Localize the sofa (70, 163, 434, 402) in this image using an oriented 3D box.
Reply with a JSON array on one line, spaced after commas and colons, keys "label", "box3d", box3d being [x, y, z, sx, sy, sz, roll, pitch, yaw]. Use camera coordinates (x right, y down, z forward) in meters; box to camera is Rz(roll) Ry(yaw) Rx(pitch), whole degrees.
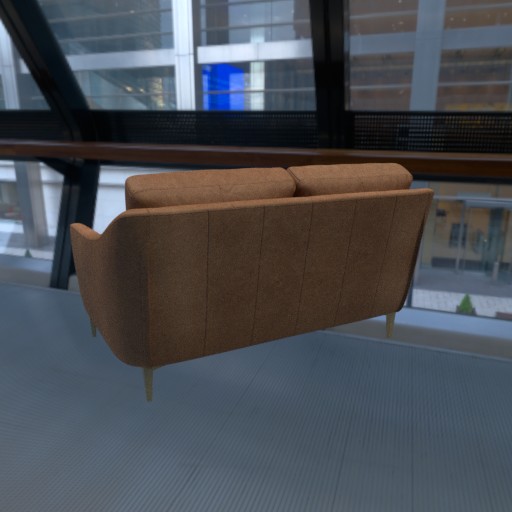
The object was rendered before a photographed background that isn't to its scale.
[{"label": "sofa", "box3d": [0.000, 0.000, 2.199, 1.619, 0.902, 0.960, -8, 17, -26]}]
